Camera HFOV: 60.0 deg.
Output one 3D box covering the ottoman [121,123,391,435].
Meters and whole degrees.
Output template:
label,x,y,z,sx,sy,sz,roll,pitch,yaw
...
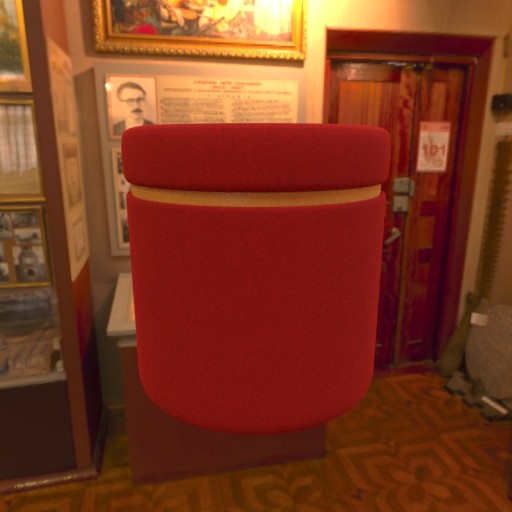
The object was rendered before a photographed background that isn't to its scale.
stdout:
label,x,y,z,sx,sy,sz,roll,pitch,yaw
ottoman,0.000,0.000,0.728,0.400,0.406,0.400,0,14,0
